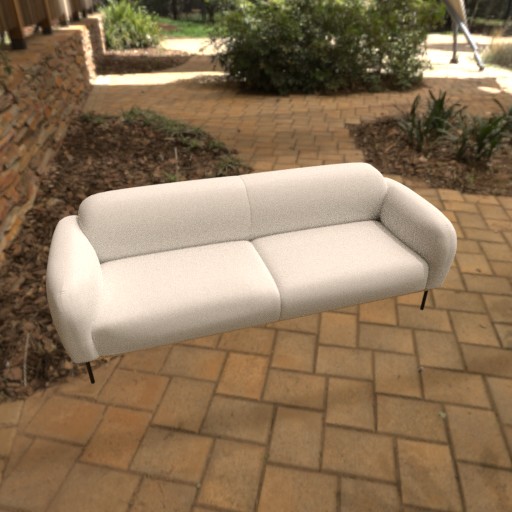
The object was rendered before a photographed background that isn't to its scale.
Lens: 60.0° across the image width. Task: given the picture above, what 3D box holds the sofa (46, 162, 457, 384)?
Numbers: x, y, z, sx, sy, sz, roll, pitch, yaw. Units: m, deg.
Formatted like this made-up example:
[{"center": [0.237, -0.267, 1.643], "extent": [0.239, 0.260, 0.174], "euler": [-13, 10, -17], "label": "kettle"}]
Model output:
[{"center": [0.000, 0.000, 2.668], "extent": [2.257, 0.780, 0.880], "euler": [-9, 33, -15], "label": "sofa"}]
